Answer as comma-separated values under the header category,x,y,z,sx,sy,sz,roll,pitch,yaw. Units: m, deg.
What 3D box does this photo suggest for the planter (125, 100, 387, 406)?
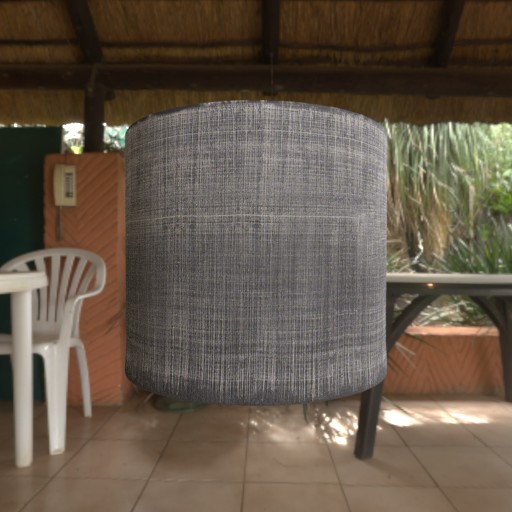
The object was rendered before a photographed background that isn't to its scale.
category,x,y,z,sx,sy,sz,roll,pitch,yaw
planter,0.000,0.000,0.313,0.178,0.157,0.178,0,0,0
